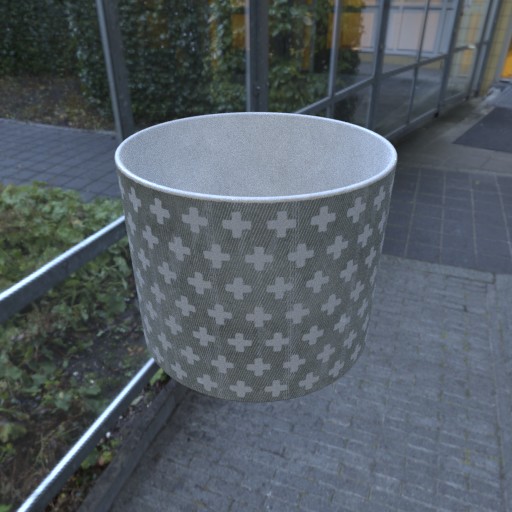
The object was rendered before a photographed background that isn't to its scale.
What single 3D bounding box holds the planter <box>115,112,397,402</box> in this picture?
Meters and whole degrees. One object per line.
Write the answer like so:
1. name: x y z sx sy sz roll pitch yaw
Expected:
1. planter: 0.000 0.000 0.467 0.250 0.239 0.250 0 31 0
